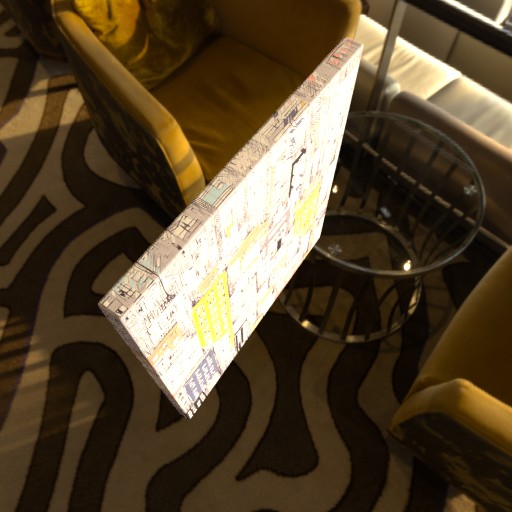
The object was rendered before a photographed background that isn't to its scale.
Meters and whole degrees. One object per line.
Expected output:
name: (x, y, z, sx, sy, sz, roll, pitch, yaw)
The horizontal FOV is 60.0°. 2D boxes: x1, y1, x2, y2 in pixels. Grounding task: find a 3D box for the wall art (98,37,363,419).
wall art: (0.000, 0.000, 0.894, 0.038, 0.608, 0.607, 30, 64, 16)
